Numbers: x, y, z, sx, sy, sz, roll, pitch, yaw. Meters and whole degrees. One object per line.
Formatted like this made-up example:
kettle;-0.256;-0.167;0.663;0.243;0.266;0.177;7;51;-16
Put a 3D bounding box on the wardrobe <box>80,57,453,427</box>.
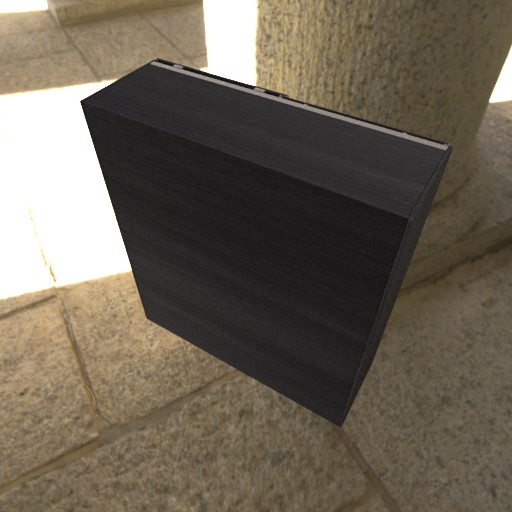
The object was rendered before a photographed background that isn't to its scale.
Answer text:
wardrobe;0.000;0.000;2.890;1.780;1.960;0.629;24;51;21
